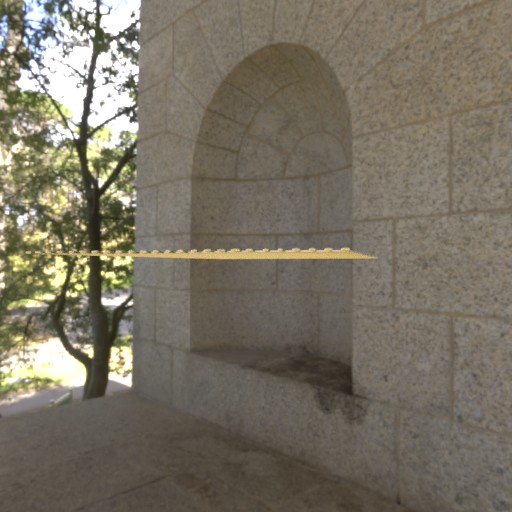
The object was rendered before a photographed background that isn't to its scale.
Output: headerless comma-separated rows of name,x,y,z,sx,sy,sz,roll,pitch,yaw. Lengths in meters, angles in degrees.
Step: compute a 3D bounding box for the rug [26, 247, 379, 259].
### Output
rug,0.000,0.000,2.314,1.162,0.013,1.875,0,-1,18
